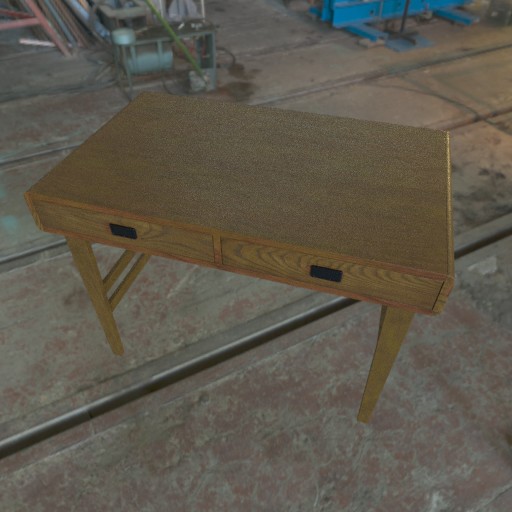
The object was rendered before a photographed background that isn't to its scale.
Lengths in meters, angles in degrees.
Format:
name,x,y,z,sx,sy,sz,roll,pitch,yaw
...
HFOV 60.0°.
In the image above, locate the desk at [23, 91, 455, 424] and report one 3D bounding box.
name,x,y,z,sx,sy,sz,roll,pitch,yaw
desk,0.000,0.000,1.514,1.066,0.754,0.660,12,44,12
